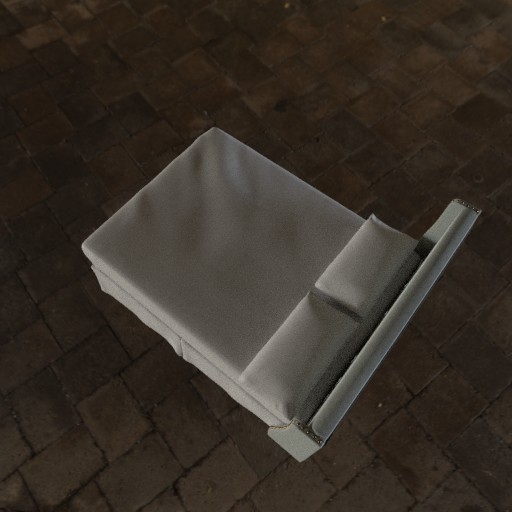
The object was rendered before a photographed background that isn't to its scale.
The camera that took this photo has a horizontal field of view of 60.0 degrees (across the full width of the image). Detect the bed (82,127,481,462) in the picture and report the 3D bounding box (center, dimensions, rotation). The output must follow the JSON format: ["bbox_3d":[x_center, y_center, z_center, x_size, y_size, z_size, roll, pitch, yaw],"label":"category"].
[{"bbox_3d":[0.000,0.000,3.256,2.237,1.407,1.710,35,68,17],"label":"bed"}]
